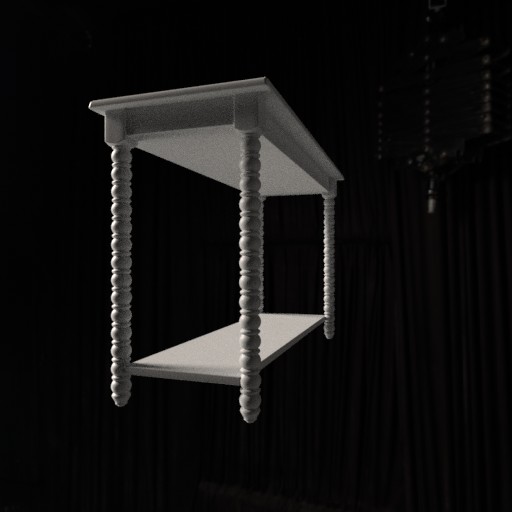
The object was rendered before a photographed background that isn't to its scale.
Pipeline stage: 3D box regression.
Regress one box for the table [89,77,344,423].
[{"bbox_3d":[0.000,0.000,1.548,0.459,0.740,1.184,0,0,19],"label":"table"}]
